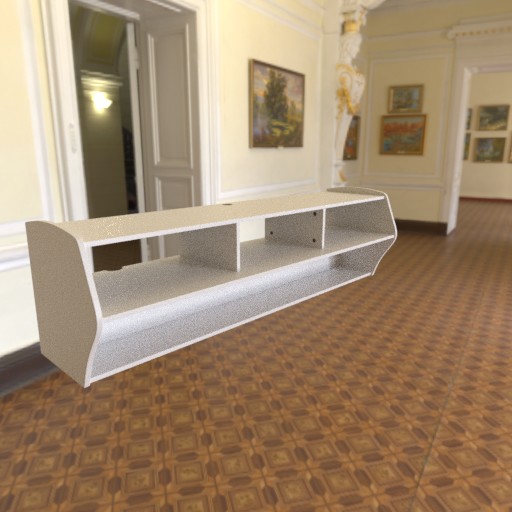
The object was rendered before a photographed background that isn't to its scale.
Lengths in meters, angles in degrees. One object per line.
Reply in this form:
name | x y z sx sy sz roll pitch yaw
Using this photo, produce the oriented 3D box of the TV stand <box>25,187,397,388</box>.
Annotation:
TV stand | 0.000 0.000 1.682 0.397 0.424 1.473 13 19 43
